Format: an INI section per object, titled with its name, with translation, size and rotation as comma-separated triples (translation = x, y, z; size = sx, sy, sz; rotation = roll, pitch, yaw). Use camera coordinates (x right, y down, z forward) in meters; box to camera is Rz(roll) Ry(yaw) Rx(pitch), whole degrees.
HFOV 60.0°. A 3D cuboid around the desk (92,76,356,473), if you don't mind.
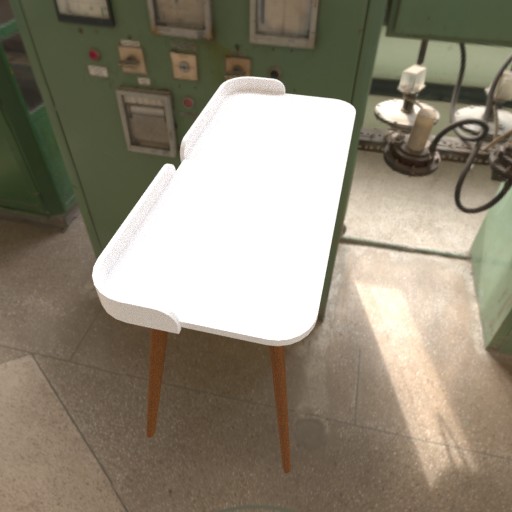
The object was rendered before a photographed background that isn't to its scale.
[desk]
translation = 0.000, 0.000, 1.636
size = 0.534, 0.807, 1.206
rotation = 10, 46, 10
